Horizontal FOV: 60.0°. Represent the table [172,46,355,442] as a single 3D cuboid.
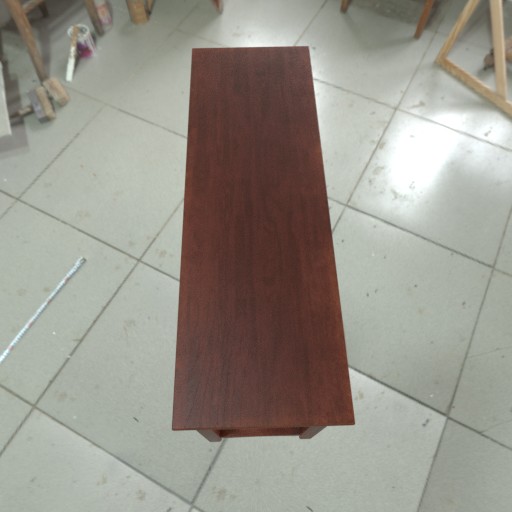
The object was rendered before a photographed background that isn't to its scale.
[{"bbox_3d":[0.000,0.000,1.535,0.392,0.739,1.188,-1,63,-1],"label":"table"}]
